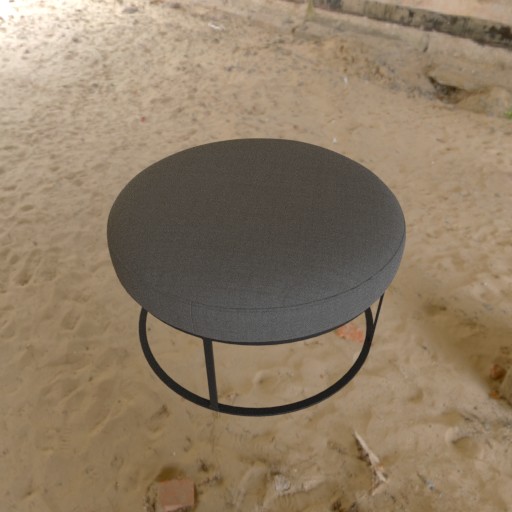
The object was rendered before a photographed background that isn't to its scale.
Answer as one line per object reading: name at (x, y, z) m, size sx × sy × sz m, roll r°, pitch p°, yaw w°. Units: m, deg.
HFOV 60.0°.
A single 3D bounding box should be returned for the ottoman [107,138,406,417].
ottoman at (0.000, 0.000, 1.264) m, size 0.772 × 0.460 × 0.772 m, roll 0°, pitch 40°, yaw 0°
